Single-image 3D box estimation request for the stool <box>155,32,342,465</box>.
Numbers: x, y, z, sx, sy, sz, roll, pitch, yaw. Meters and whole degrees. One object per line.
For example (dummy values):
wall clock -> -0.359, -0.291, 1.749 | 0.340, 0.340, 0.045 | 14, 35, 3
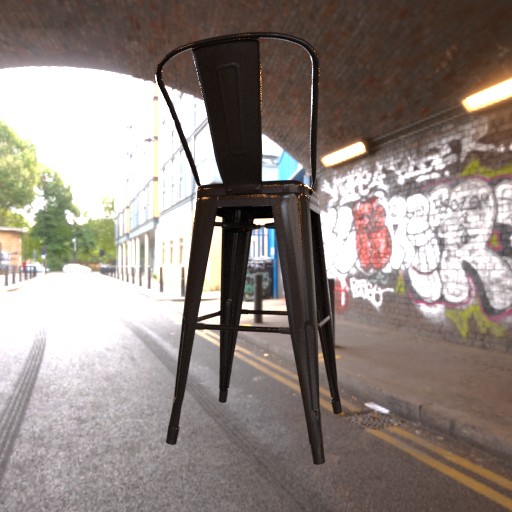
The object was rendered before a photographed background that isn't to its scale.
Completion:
stool -> 0.000, 0.000, 1.271 | 0.432, 1.022, 0.528 | 0, -1, 17
